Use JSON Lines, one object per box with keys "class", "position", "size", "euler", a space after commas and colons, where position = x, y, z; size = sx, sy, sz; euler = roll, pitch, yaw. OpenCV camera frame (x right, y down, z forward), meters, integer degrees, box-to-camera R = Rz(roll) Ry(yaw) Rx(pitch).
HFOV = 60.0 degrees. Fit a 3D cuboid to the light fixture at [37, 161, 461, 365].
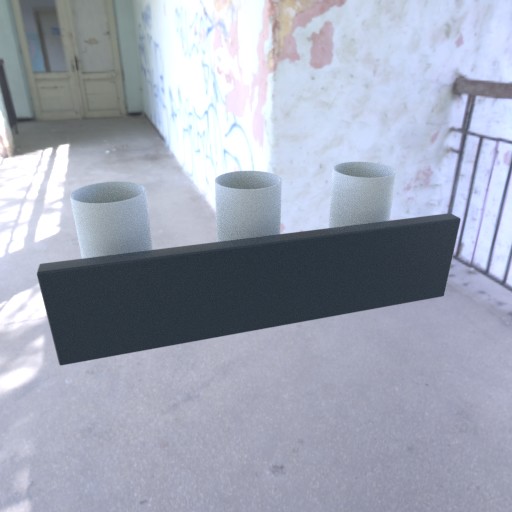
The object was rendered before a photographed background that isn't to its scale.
{"class": "light fixture", "position": [0.000, 0.000, 0.535], "size": [0.451, 0.172, 0.145], "euler": [-8, 27, -15]}
